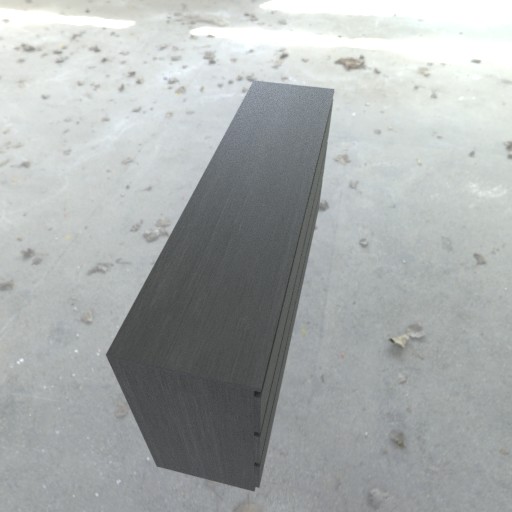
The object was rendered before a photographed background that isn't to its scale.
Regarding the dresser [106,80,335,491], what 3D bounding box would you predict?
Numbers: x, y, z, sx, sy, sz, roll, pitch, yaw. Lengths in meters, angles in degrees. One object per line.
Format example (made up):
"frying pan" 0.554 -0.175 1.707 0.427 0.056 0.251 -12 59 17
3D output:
"dresser" 0.000 0.000 1.903 0.400 0.795 1.590 10 47 9
